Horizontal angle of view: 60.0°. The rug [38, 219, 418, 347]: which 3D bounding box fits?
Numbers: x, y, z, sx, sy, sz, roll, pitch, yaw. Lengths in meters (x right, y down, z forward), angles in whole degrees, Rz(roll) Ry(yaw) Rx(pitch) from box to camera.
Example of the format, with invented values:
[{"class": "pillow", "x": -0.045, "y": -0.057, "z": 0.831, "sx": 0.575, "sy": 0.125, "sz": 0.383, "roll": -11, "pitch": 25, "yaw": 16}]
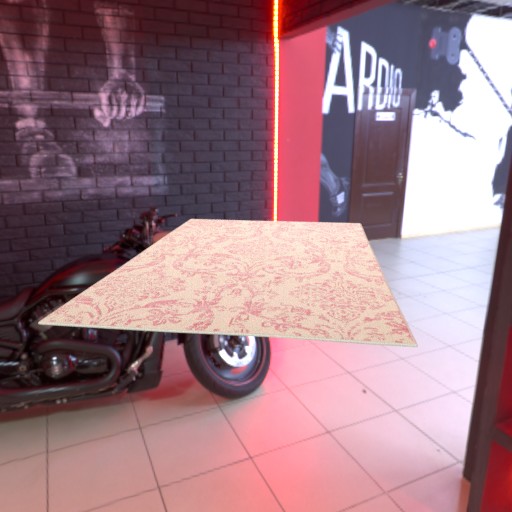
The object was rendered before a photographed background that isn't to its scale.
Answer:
[{"class": "rug", "x": 0.000, "y": 0.000, "z": 2.271, "sx": 1.219, "sy": 0.012, "sz": 1.839, "roll": 2, "pitch": 16, "yaw": 7}]
